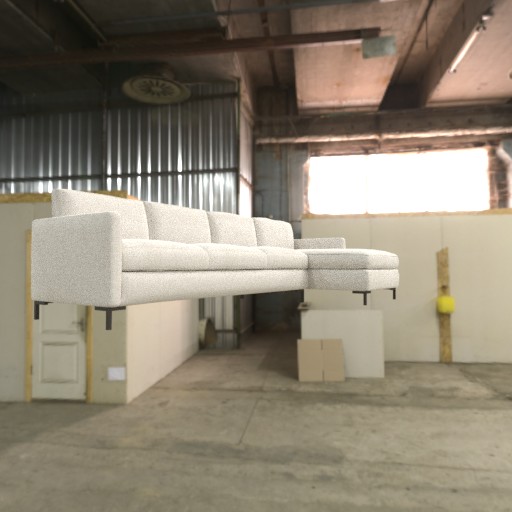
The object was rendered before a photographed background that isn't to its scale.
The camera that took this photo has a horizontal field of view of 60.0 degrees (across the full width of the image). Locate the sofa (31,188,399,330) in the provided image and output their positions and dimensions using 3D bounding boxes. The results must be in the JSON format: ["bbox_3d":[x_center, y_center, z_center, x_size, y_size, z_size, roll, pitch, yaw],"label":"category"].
[{"bbox_3d":[0.000,0.000,2.916,1.126,0.677,2.445,-1,-1,36],"label":"sofa"}]
